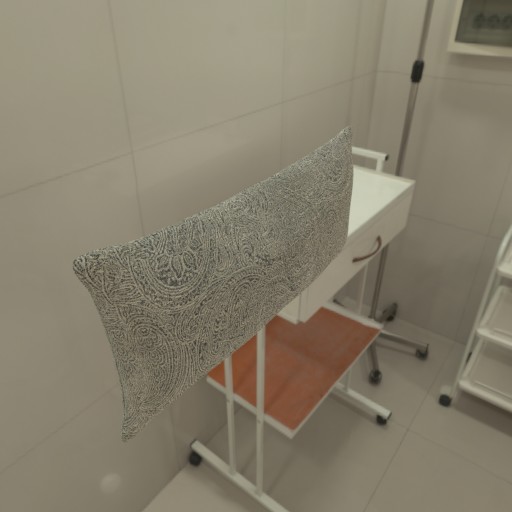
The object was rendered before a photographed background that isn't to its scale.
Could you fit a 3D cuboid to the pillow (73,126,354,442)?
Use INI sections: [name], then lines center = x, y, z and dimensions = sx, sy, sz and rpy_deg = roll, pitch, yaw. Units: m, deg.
[pillow]
center = 0.000, 0.000, 0.729
dimensions = 0.151, 0.295, 0.615
rpy_deg = 22, 38, 31
